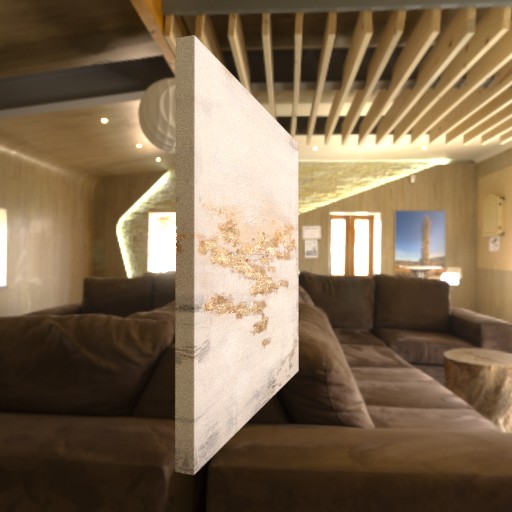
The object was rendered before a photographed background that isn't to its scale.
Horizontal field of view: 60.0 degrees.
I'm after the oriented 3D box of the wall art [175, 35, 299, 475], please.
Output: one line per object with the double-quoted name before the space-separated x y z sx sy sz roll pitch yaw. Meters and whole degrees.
"wall art" 0.000 0.000 1.121 0.038 0.755 0.753 0 -1 19
